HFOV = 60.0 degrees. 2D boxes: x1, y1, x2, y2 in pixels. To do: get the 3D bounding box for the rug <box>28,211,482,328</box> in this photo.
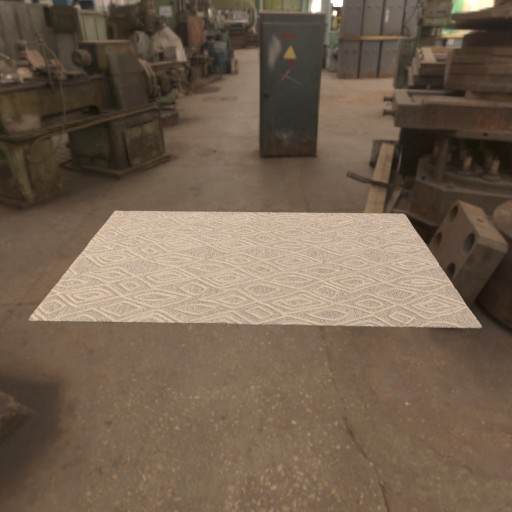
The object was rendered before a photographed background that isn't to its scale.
[{"bbox_3d":[0.000,0.000,3.046,2.442,0.010,1.546,1,28,1],"label":"rug"}]
